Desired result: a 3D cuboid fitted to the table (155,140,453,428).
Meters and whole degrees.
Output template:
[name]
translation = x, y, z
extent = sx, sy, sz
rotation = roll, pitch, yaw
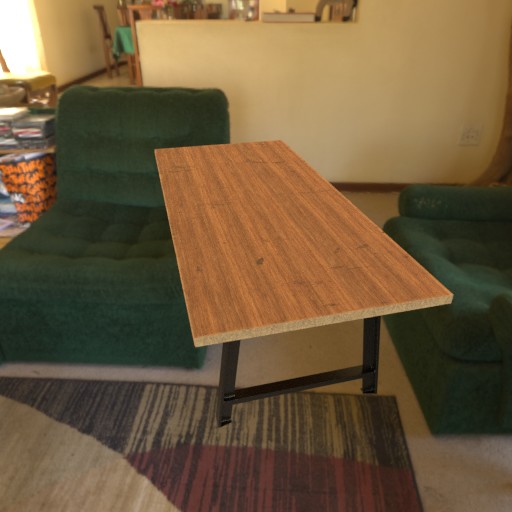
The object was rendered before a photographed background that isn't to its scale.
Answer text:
[table]
translation = 0.000, 0.000, 2.702
extent = 1.000, 0.757, 2.200
rotation = -7, 31, -13
